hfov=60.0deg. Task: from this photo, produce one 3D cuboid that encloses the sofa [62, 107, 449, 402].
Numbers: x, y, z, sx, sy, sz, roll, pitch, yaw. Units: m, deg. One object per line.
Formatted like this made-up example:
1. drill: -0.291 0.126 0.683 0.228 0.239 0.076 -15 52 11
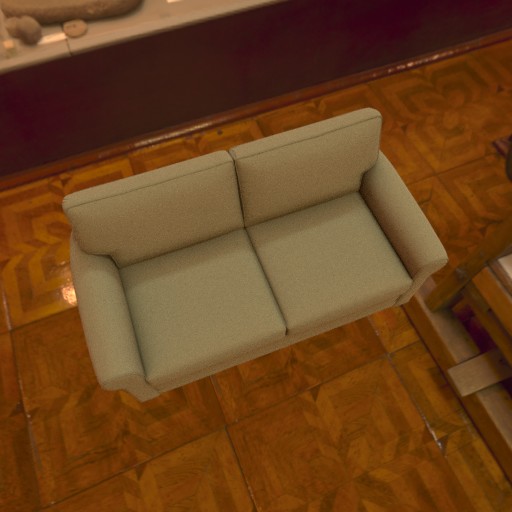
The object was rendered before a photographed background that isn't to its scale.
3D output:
1. sofa: 0.000 0.000 2.476 1.930 0.952 0.940 -19 64 -10
